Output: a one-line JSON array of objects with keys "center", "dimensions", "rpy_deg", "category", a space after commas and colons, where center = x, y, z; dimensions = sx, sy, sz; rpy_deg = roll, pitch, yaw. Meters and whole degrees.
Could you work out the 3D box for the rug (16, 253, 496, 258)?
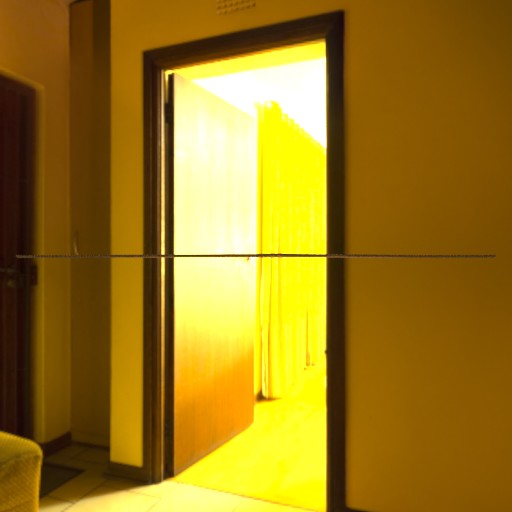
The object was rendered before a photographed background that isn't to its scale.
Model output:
[{"center": [0.000, 0.000, 2.202], "dimensions": [1.777, 0.021, 1.145], "rpy_deg": [0, 0, 1], "category": "rug"}]
